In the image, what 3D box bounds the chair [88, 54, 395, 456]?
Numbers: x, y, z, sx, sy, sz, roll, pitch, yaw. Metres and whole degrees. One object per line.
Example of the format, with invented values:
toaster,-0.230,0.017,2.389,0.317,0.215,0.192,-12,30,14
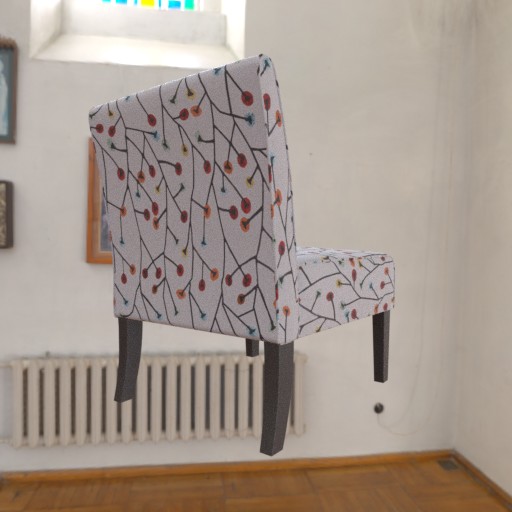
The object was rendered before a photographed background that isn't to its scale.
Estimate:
chair,0.000,0.000,1.310,0.597,0.813,0.732,1,2,37
